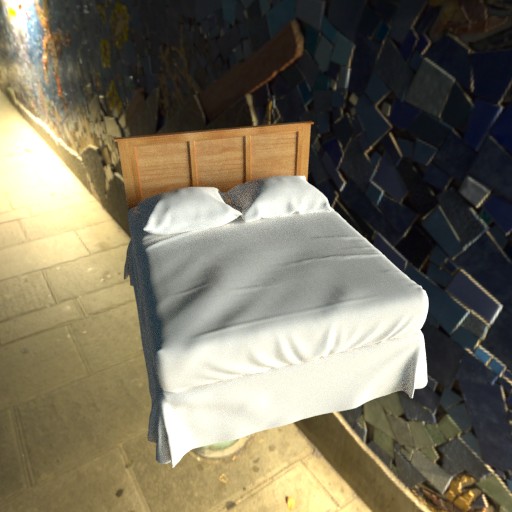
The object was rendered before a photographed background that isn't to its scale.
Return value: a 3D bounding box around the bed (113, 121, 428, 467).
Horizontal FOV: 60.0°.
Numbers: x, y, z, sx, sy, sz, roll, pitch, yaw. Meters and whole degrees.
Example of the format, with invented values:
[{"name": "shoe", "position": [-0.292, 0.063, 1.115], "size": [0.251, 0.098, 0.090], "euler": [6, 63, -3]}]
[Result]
[{"name": "bed", "position": [0.000, 0.000, 3.124], "size": [1.870, 1.273, 2.035], "euler": [-10, 32, -15]}]
